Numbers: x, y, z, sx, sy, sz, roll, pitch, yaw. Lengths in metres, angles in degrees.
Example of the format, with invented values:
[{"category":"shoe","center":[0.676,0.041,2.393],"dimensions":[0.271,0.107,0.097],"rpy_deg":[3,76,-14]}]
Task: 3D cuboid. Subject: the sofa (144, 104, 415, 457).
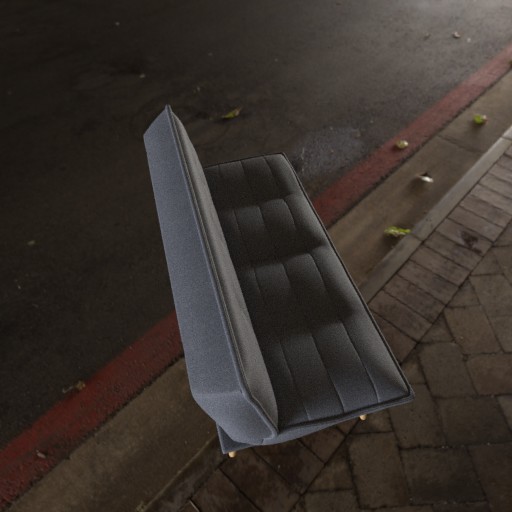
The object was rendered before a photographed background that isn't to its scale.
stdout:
[{"category":"sofa","center":[0.000,0.000,2.460],"dimensions":[0.950,0.890,1.940],"rpy_deg":[-12,49,-10]}]
